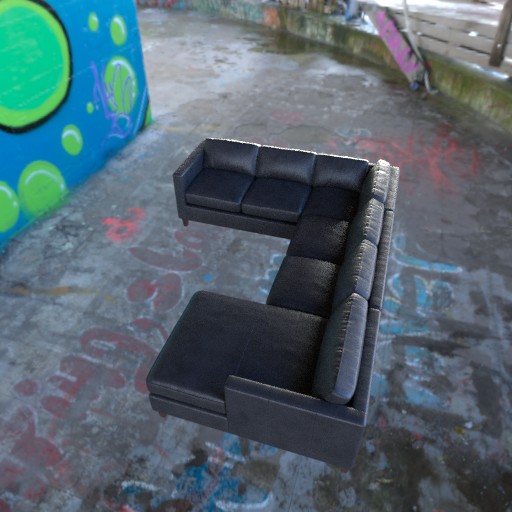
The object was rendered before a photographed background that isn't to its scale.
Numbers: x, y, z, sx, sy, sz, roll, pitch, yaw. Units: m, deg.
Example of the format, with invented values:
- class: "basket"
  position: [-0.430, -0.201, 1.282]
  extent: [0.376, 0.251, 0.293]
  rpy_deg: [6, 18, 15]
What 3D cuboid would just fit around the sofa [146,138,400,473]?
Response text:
- class: "sofa"
  position: [0.000, 0.000, 4.374]
  extent: [2.452, 0.891, 3.324]
  rpy_deg: [12, 42, 13]
